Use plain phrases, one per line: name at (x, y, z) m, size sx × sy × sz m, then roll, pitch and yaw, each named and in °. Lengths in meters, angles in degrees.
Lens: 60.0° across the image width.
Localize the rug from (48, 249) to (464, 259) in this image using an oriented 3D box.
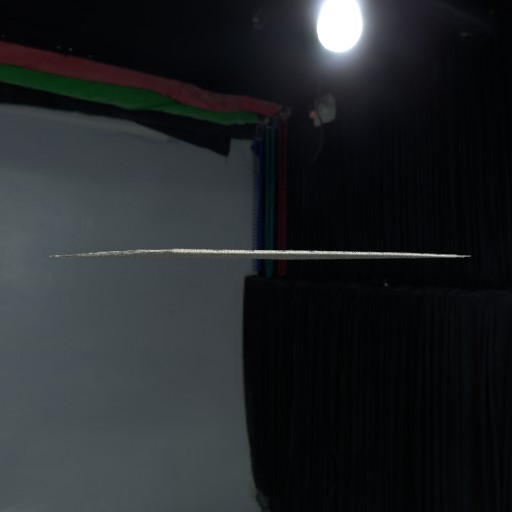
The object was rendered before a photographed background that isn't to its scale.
rug at (0.000, 0.000, 4.168) m, size 3.213 × 0.030 × 2.388 m, roll 1°, pitch -1°, yaw -35°
